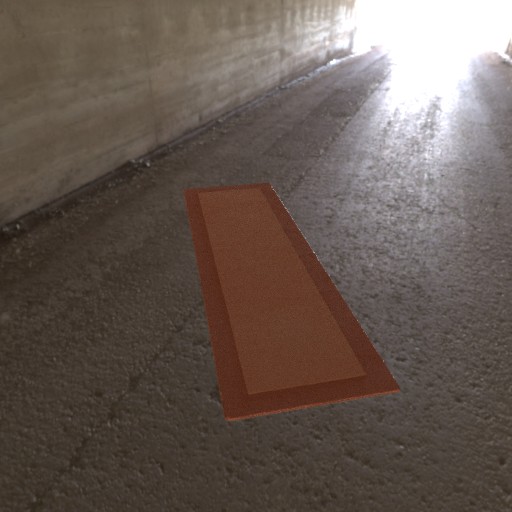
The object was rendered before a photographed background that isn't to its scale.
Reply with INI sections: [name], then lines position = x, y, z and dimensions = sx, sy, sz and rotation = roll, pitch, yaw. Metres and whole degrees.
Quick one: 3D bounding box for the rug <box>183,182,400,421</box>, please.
[rug]
position = 0.000, 0.000, 2.832
dimensions = 0.914, 0.013, 2.471
rotation = -8, 32, -13
